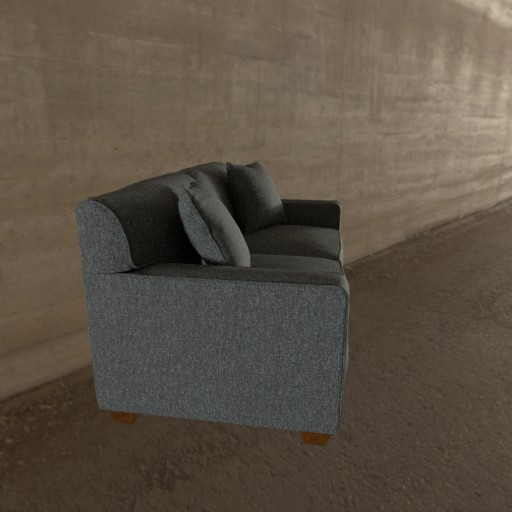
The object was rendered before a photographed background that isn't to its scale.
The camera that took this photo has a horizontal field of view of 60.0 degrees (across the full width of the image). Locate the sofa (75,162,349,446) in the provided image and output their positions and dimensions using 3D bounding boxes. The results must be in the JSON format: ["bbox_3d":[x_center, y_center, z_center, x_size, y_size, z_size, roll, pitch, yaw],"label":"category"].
[{"bbox_3d":[0.000,0.000,2.431,0.998,0.958,1.846,3,16,9],"label":"sofa"}]
